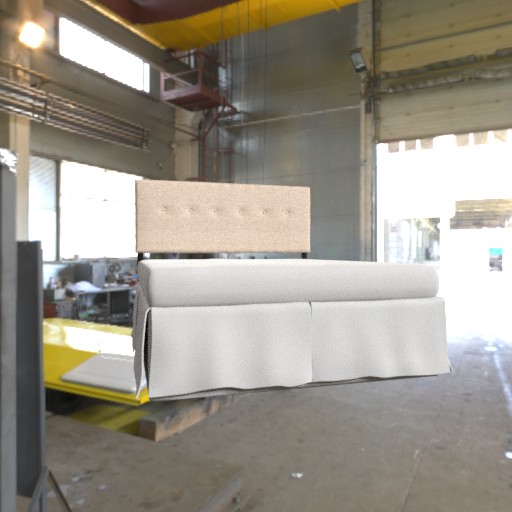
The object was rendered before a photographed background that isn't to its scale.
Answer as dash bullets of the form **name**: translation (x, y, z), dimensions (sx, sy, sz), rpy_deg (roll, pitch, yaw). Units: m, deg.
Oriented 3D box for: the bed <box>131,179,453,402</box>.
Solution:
- **bed**: translation (0.000, 0.000, 3.027), dimensions (1.643, 1.270, 1.978), rpy_deg (0, 1, -16)
